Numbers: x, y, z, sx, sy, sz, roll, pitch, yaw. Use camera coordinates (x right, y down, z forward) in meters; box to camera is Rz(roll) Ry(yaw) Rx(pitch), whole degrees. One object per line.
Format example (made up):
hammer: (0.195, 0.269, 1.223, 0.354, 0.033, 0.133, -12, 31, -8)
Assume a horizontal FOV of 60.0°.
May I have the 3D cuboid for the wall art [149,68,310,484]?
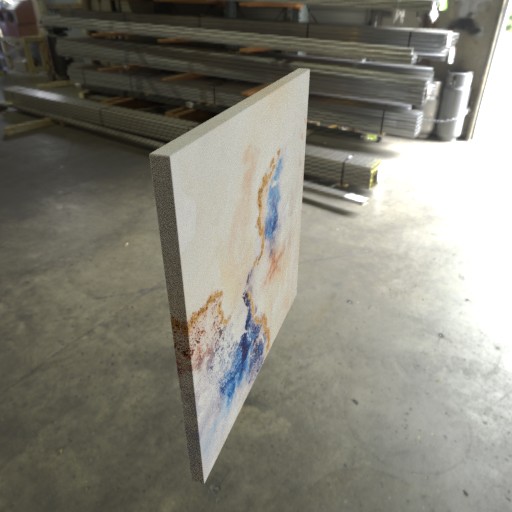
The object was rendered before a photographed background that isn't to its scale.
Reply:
wall art: (0.000, 0.000, 1.290, 0.038, 0.889, 0.889, 11, 33, 17)
